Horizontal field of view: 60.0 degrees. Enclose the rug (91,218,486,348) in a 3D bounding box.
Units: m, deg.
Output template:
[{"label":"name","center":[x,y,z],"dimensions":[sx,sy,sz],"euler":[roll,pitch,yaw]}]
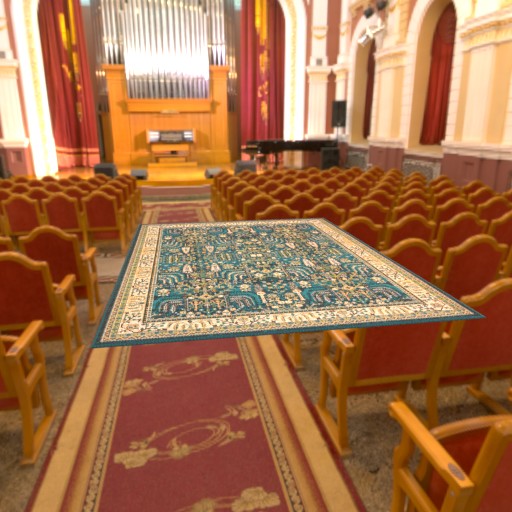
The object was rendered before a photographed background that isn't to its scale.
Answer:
[{"label":"rug","center":[0.000,0.000,3.869],"dimensions":[2.226,0.015,3.044],"euler":[-3,16,-9]}]
